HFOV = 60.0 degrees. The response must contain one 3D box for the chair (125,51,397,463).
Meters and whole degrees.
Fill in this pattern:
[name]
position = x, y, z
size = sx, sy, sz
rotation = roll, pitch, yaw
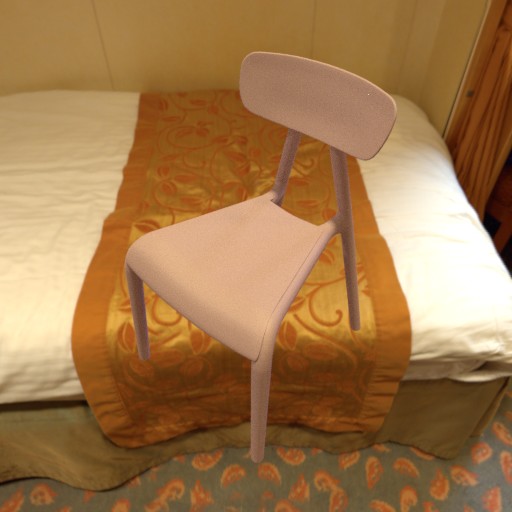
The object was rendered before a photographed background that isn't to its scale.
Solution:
[chair]
position = 0.000, 0.000, 0.810
size = 0.356, 0.580, 0.401
rotation = 32, 54, 27
